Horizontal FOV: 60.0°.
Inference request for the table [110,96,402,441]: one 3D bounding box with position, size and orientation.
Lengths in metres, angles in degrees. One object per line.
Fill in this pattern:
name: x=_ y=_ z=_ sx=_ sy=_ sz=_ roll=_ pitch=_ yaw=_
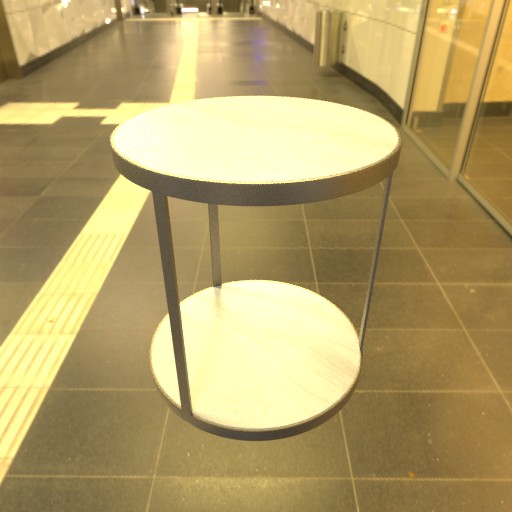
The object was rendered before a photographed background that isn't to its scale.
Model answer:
table: x=0.000 y=0.000 z=0.827 sx=0.445 sy=0.479 sz=0.445 roll=0 pitch=32 yaw=0
